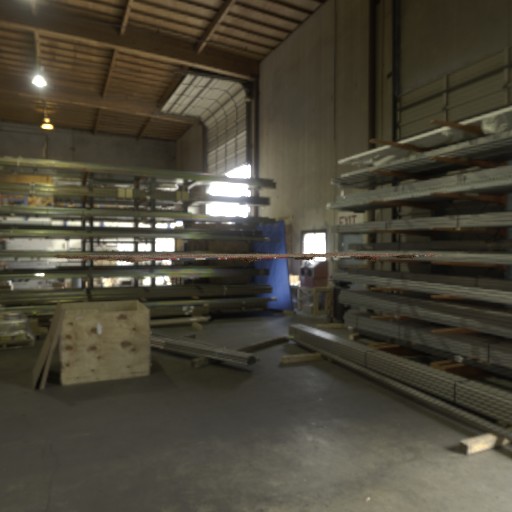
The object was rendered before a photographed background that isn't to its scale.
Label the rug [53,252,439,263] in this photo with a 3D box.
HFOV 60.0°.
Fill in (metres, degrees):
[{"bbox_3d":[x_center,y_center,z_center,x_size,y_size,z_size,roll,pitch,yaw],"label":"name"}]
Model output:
[{"bbox_3d":[0.000,0.000,3.213,2.450,0.048,1.778,-1,1,-37],"label":"rug"}]
